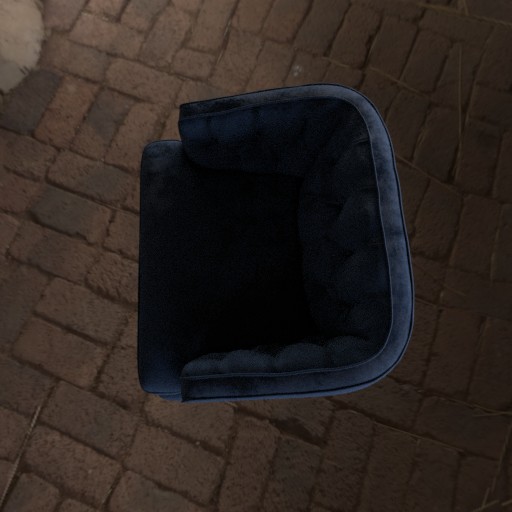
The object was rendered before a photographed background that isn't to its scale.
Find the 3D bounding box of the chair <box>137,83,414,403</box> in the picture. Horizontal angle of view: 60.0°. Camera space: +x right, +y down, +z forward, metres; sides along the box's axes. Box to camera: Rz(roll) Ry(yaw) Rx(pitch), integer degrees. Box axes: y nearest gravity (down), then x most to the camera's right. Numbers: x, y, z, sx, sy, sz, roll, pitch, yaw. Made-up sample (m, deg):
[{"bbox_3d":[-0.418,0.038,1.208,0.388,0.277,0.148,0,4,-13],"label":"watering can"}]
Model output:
[{"bbox_3d":[0.000,0.000,1.778,0.940,0.852,1.094,-3,74,-1],"label":"chair"}]
